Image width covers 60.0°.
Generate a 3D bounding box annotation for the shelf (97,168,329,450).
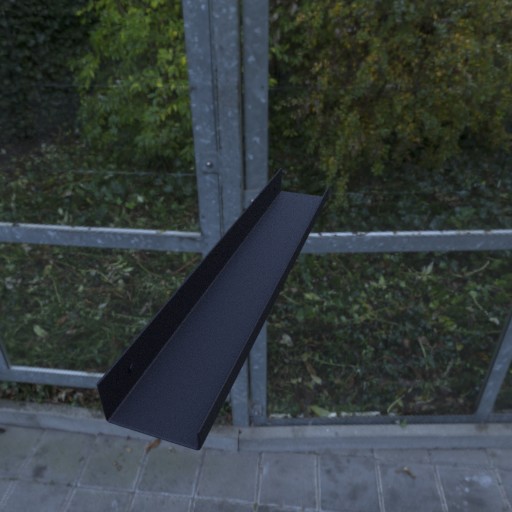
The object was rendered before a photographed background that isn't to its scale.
[{"bbox_3d":[0.000,0.000,0.648,0.102,0.053,0.605,10,32,16],"label":"shelf"}]
